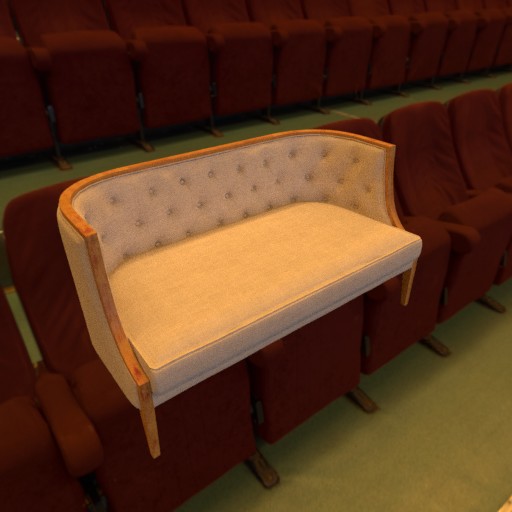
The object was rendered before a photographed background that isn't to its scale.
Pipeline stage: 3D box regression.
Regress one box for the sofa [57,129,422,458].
[{"bbox_3d":[0.000,0.000,1.946,1.474,0.775,0.770,-22,37,-32],"label":"sofa"}]
